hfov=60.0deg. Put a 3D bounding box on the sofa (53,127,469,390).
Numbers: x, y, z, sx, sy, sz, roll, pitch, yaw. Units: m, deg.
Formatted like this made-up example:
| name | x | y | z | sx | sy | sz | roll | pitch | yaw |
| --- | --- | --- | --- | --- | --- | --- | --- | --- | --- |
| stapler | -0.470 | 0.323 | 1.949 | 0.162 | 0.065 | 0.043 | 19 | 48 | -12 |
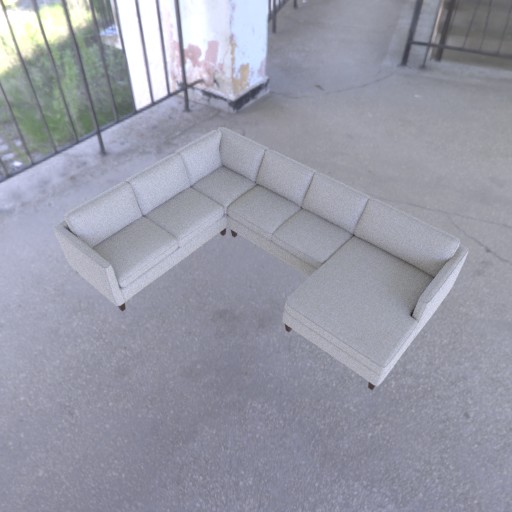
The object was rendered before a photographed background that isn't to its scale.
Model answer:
| name | x | y | z | sx | sy | sz | roll | pitch | yaw |
| --- | --- | --- | --- | --- | --- | --- | --- | --- | --- |
| sofa | 0.000 | 0.000 | 4.613 | 3.403 | 0.889 | 2.551 | 32 | 54 | 27 |
